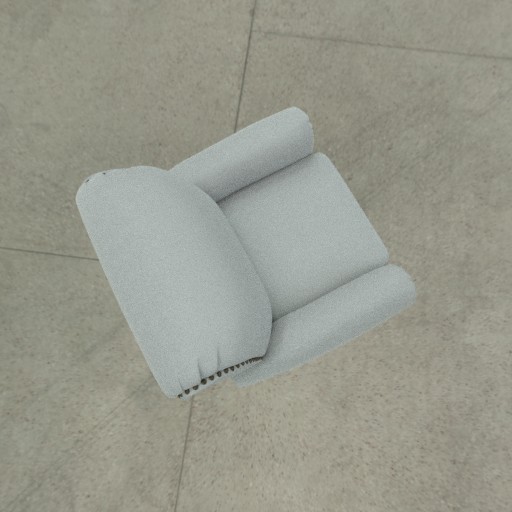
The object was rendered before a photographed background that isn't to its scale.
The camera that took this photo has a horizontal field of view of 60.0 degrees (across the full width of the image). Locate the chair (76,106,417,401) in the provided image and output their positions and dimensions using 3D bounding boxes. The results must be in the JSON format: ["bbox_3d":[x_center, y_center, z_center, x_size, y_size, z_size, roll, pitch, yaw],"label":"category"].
[{"bbox_3d":[0.000,0.000,1.642,0.890,0.927,0.854,-27,76,-7],"label":"chair"}]
